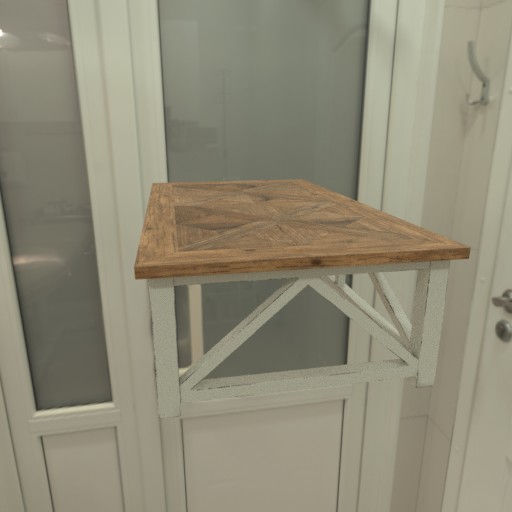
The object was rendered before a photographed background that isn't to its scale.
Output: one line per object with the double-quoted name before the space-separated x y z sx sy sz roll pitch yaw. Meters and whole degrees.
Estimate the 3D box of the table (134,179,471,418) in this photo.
"table" 0.000 0.000 1.729 0.800 0.410 1.400 -3 17 -11
